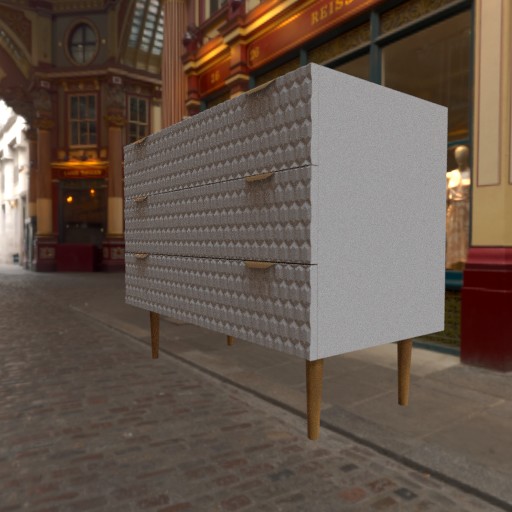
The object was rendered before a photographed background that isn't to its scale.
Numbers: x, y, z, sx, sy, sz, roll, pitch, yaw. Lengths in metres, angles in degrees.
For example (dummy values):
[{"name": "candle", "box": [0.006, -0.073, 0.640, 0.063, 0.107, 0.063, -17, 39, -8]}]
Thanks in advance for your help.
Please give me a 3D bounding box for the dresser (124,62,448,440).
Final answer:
[{"name": "dresser", "box": [0.000, 0.000, 1.289, 0.457, 0.721, 0.905, -2, 3, -37]}]
